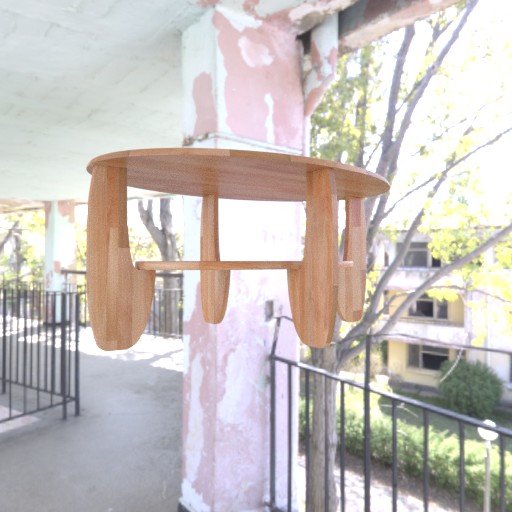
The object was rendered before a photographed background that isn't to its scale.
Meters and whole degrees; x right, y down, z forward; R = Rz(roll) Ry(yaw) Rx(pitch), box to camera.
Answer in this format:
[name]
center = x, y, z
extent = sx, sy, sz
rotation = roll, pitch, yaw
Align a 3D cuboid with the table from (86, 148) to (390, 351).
[table]
center = 0.000, 0.000, 1.410
extent = 1.040, 0.490, 0.690
rotation = 0, -1, -36
